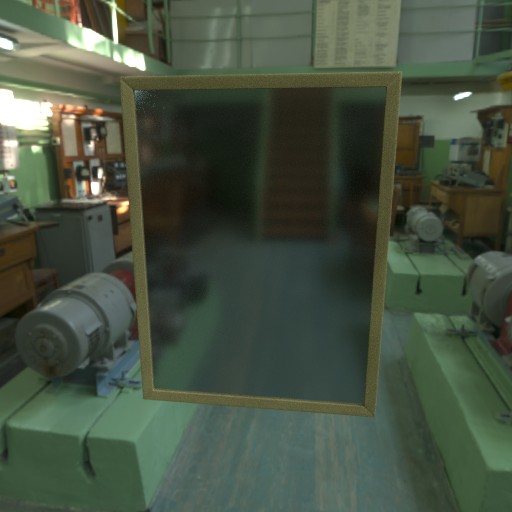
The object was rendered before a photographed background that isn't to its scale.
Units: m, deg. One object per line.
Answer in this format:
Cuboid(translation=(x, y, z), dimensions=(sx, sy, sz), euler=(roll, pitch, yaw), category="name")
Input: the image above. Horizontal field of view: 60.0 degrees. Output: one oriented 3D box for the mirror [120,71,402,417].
Cuboid(translation=(0.000, 0.000, 1.335), dimensions=(0.762, 1.016, 0.040), euler=(2, 15, 7), category="mirror")
